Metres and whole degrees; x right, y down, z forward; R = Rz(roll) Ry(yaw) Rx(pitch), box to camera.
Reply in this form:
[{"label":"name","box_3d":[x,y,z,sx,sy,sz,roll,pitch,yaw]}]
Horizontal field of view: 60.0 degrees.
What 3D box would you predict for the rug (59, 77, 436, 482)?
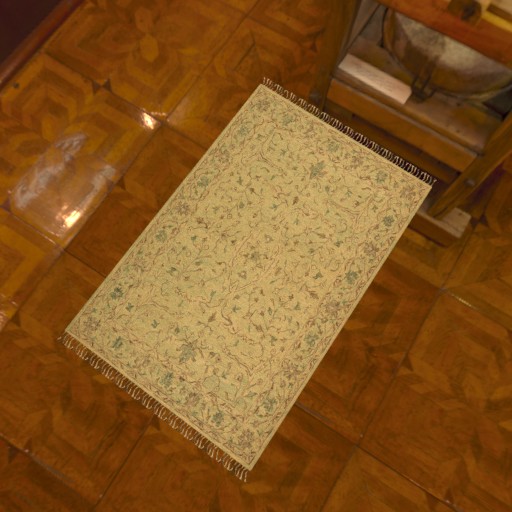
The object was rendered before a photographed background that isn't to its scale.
[{"label":"rug","box_3d":[0.000,0.000,3.074,1.544,0.010,2.435,34,78,8]}]
